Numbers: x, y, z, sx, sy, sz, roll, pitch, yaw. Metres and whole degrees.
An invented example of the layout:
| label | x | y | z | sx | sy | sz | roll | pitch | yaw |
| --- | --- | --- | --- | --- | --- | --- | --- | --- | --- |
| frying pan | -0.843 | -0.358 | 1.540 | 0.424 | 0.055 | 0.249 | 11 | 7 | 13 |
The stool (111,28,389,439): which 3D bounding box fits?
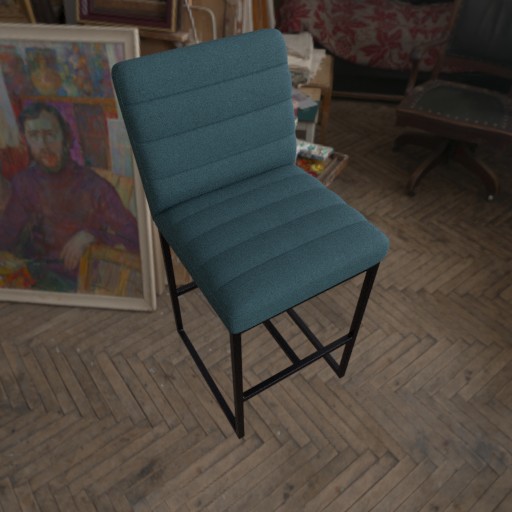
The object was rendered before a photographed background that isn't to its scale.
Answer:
| label | x | y | z | sx | sy | sz | roll | pitch | yaw |
| --- | --- | --- | --- | --- | --- | --- | --- | --- | --- |
| stool | 0.000 | 0.000 | 1.293 | 0.460 | 1.040 | 0.560 | -24 | 51 | -21 |
